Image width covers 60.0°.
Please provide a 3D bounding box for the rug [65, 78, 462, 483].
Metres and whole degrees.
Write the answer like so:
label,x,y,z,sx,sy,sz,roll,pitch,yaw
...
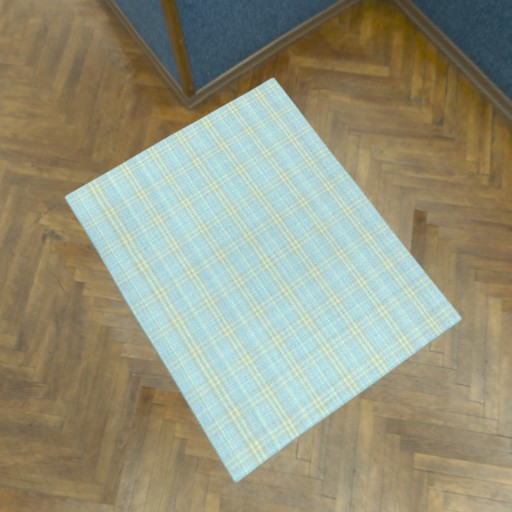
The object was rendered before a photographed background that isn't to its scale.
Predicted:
label,x,y,z,sx,sy,sz,roll,pitch,yaw
rug,0.000,0.000,4.166,2.462,0.030,3.066,-33,78,-8
